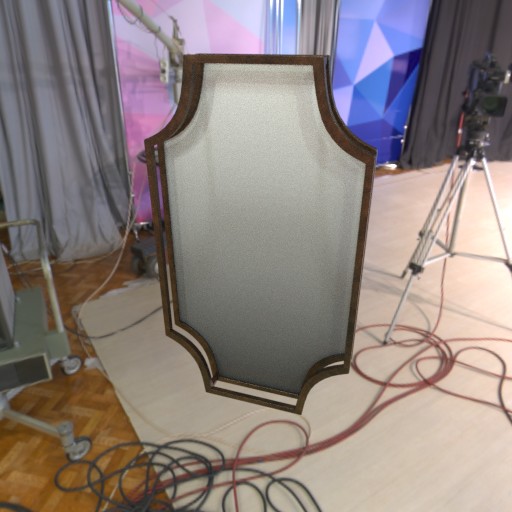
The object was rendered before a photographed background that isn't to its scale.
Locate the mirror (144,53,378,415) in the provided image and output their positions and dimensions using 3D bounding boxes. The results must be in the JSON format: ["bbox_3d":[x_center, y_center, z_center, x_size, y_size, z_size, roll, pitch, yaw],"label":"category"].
[{"bbox_3d":[0.000,0.000,0.981,0.462,0.811,0.066,8,28,16],"label":"mirror"}]
